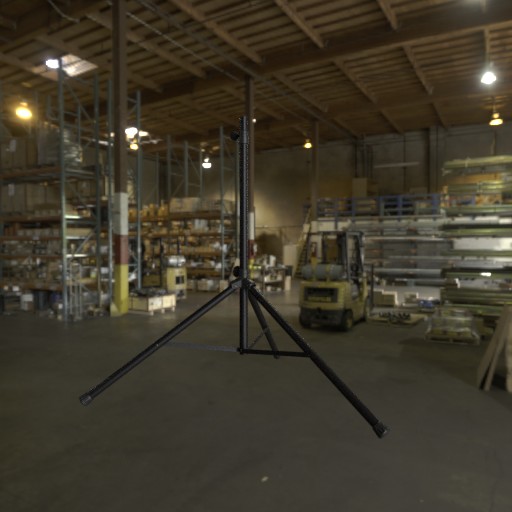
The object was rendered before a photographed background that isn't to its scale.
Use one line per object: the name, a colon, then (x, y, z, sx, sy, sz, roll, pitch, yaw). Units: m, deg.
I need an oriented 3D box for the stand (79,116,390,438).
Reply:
stand: (0.000, 0.000, 2.757, 1.596, 1.595, 1.339, 0, 1, 17)
